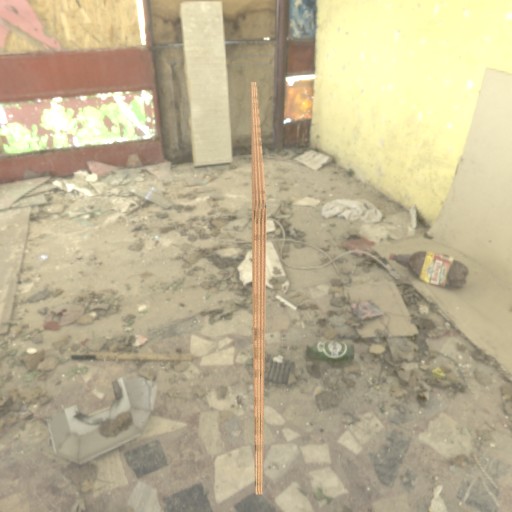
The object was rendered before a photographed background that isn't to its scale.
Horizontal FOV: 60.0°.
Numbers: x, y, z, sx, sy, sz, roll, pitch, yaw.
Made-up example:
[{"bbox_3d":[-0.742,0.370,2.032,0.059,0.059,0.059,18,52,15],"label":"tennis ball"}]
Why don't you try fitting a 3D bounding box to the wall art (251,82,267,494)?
[{"bbox_3d":[0.000,0.000,0.679,0.010,0.408,0.508,0,32,-1],"label":"wall art"}]
